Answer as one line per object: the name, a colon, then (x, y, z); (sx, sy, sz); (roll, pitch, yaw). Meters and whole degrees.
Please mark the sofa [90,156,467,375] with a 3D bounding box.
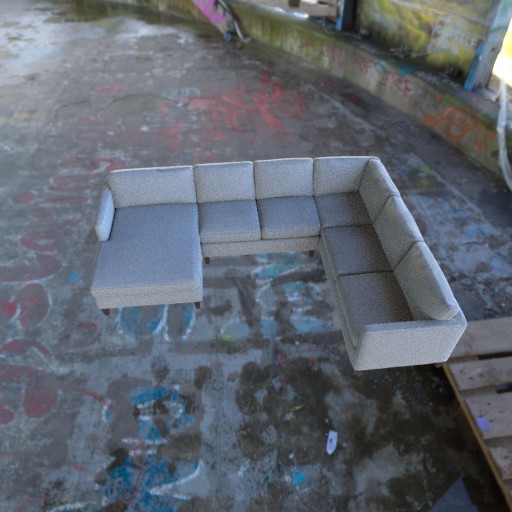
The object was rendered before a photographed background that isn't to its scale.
sofa: (0.000, 0.000, 4.761); (3.460, 0.959, 2.593); (-4, 45, -4)
